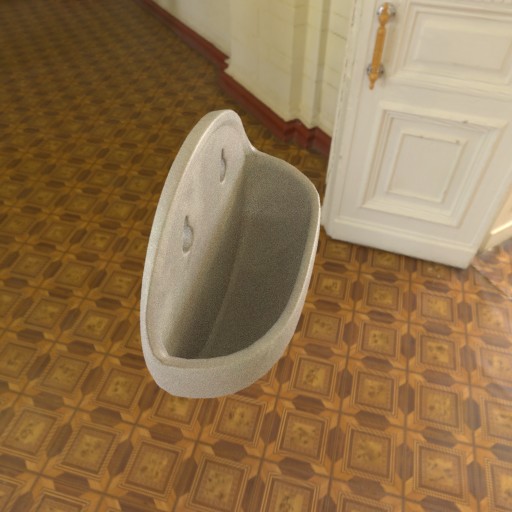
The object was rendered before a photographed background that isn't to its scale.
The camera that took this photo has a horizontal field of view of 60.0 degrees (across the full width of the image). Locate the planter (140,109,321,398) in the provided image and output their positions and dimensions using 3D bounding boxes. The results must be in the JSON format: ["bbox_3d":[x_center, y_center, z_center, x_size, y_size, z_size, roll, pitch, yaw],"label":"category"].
[{"bbox_3d":[0.000,0.000,0.281,0.073,0.164,0.190,11,48,10],"label":"planter"}]
